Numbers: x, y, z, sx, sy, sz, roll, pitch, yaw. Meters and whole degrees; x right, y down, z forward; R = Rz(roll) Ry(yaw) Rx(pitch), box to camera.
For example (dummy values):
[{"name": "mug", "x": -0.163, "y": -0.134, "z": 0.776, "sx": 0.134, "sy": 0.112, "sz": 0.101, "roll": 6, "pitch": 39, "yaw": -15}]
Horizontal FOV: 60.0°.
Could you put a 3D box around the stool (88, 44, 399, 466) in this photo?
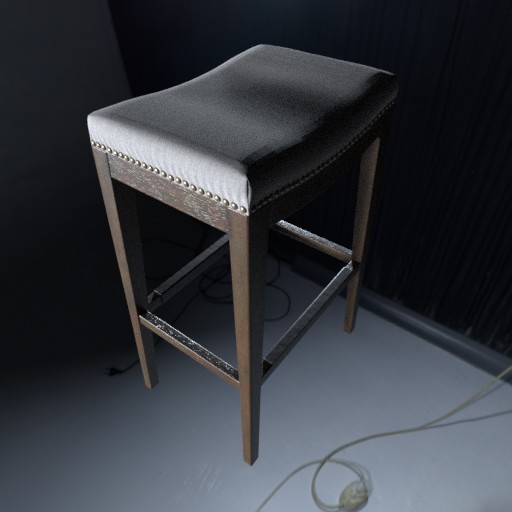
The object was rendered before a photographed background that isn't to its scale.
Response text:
[{"name": "stool", "x": 0.000, "y": 0.000, "z": 1.006, "sx": 0.356, "sy": 0.762, "sz": 0.508, "roll": 26, "pitch": 48, "yaw": 27}]
